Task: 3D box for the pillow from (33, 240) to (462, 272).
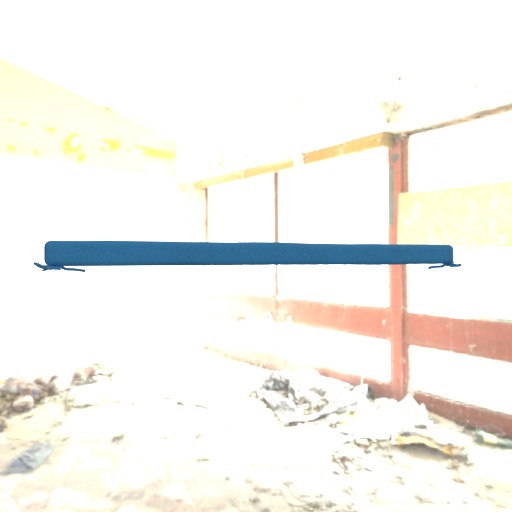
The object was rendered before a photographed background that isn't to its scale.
[{"bbox_3d":[0.000,0.000,1.363,1.187,0.081,0.492,0,0,-19],"label":"pillow"}]
